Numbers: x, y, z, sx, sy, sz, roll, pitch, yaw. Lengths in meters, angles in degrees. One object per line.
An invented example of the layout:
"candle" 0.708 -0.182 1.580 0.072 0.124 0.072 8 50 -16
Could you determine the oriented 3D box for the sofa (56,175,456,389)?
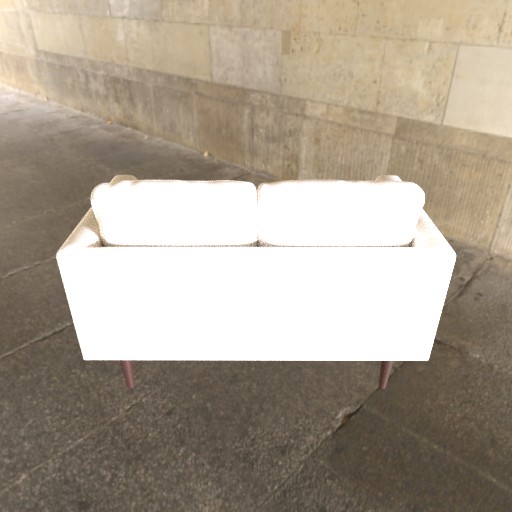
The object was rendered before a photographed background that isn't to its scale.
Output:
"sofa" 0.000 0.000 2.015 1.430 0.908 0.796 0 31 0
